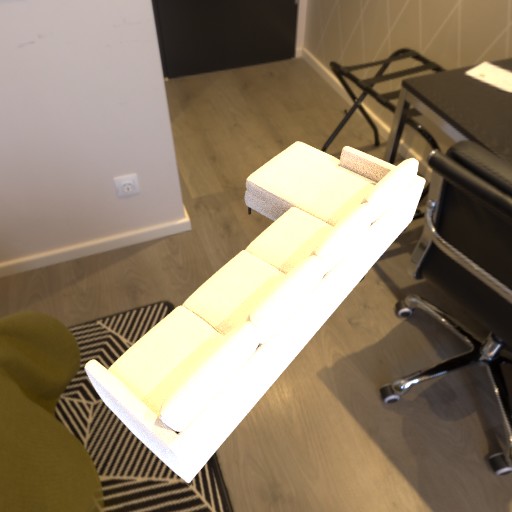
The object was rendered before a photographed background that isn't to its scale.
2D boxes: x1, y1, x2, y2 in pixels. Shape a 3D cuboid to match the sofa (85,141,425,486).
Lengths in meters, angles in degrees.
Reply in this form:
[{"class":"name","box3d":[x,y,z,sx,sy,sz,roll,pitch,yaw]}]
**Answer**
[{"class":"sofa","box3d":[0.000,0.000,3.685,1.467,0.875,3.186,31,55,25]}]
